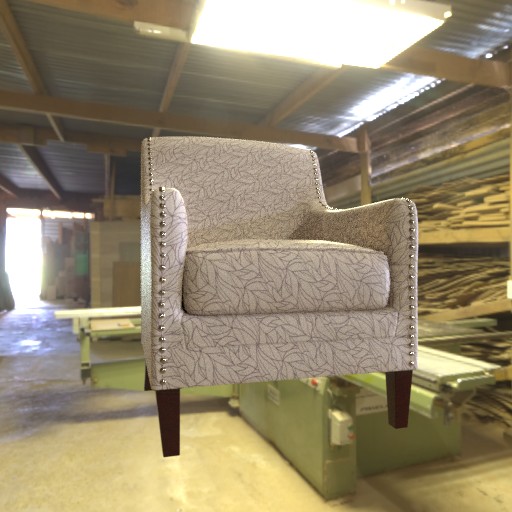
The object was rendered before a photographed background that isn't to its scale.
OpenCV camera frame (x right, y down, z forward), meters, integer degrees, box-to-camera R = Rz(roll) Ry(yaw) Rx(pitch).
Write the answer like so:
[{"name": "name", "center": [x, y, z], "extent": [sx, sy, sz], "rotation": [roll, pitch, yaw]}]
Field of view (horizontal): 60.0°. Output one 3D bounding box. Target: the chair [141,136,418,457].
[{"name": "chair", "center": [0.000, 0.000, 1.267], "extent": [0.623, 0.816, 0.651], "rotation": [0, -1, -16]}]
